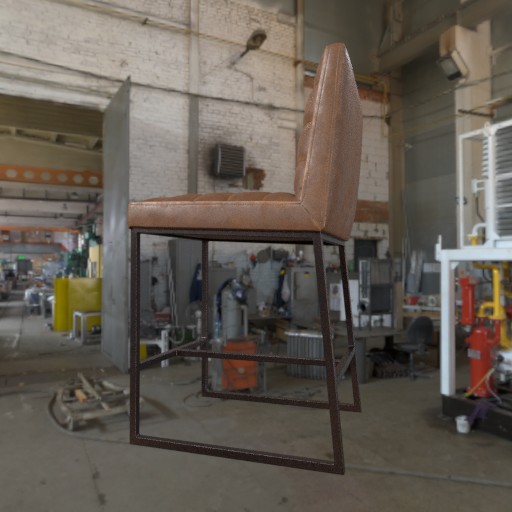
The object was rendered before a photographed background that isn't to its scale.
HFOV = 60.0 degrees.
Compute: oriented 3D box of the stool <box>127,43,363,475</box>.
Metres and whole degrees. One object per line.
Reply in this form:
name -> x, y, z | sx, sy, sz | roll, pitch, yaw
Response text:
stool -> 0.000, 0.000, 1.240 | 0.562, 0.942, 0.463 | 0, -1, 18
